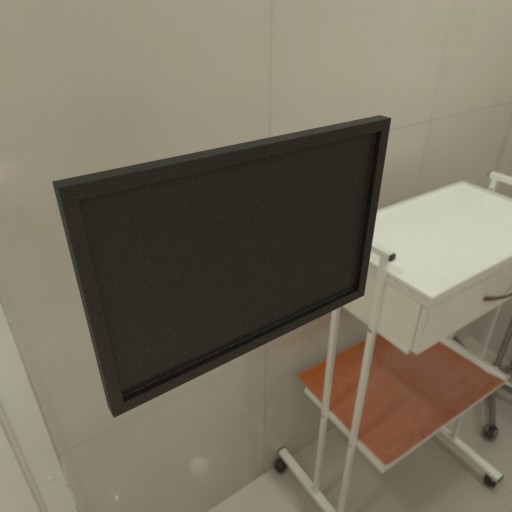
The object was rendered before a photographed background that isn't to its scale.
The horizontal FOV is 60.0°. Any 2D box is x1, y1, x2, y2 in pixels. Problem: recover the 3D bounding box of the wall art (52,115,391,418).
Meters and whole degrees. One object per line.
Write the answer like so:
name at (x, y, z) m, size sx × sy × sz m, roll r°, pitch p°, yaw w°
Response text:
wall art at (0.000, 0.000, 0.586) m, size 0.443 × 0.301 × 0.021 m, roll -20°, pitch 36°, yaw -30°
